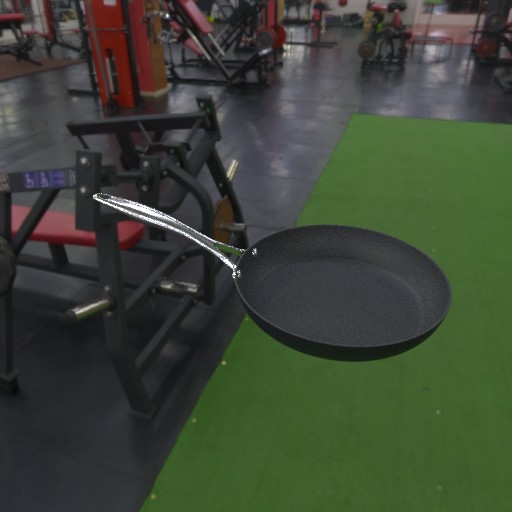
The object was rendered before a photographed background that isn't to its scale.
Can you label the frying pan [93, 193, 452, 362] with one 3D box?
[{"bbox_3d":[0.000,0.000,0.569,0.472,0.105,0.255,11,33,17],"label":"frying pan"}]
